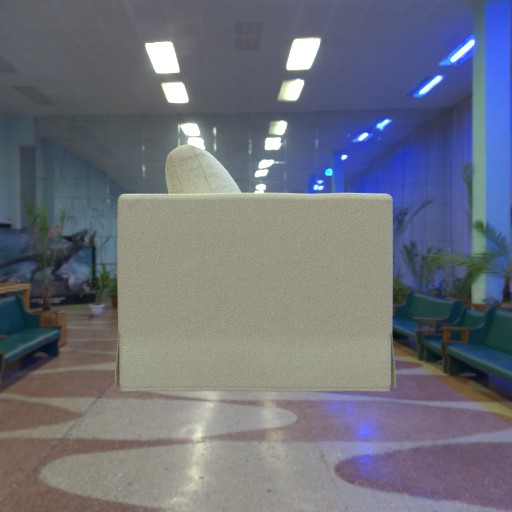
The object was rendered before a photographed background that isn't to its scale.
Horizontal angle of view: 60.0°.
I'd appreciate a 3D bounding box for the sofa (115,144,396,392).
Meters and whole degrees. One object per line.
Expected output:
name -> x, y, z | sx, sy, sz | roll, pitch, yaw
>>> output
sofa -> 0.000, 0.000, 2.458 | 1.009, 0.932, 1.813 | 0, 1, 0
